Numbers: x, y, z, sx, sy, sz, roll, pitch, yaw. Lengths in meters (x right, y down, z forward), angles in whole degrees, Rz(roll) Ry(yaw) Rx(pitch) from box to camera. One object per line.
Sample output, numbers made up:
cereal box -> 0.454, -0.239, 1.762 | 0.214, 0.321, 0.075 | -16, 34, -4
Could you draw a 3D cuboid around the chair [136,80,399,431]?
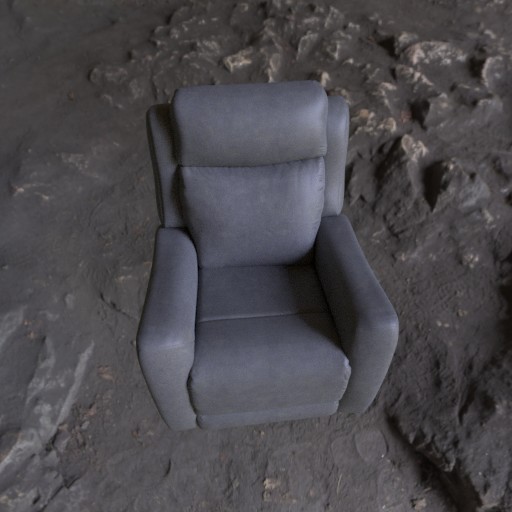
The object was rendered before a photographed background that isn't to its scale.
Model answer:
chair -> 0.000, 0.000, 1.910 | 0.967, 1.116, 1.068 | -4, 47, -4
